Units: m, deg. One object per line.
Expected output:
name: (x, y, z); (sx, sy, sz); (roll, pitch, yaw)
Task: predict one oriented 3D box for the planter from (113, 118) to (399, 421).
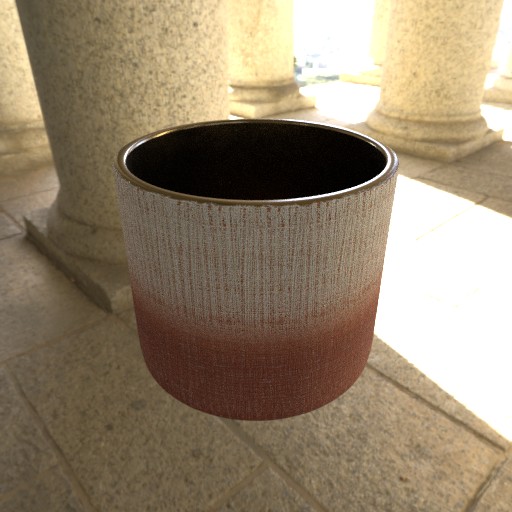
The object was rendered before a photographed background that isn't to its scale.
planter: (0.000, 0.000, 0.453); (0.254, 0.221, 0.254); (0, 30, 0)
